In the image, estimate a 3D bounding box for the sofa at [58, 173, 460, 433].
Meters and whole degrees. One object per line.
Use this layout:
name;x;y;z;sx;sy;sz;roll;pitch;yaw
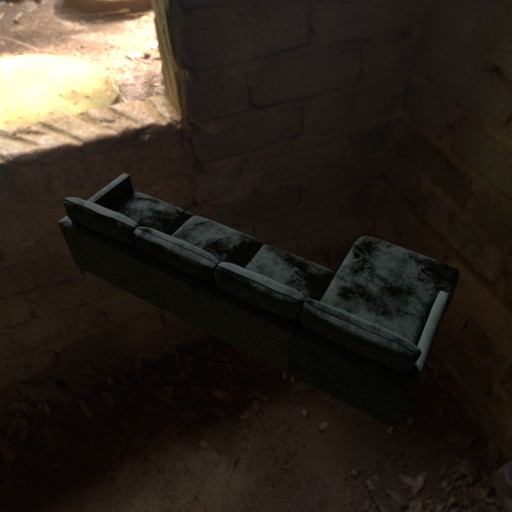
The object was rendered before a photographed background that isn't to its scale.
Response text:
sofa;0.000;0.000;4.131;3.400;0.967;1.500;23;50;20
